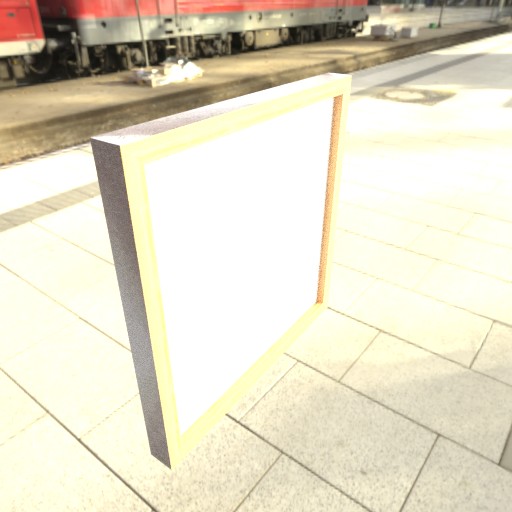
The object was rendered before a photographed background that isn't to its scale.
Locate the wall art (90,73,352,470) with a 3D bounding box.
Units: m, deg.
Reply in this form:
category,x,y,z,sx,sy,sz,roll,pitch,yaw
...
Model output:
category,x,y,z,sx,sy,sz,roll,pitch,yaw
wall art,0.000,0.000,0.443,0.028,0.303,0.303,20,36,30
